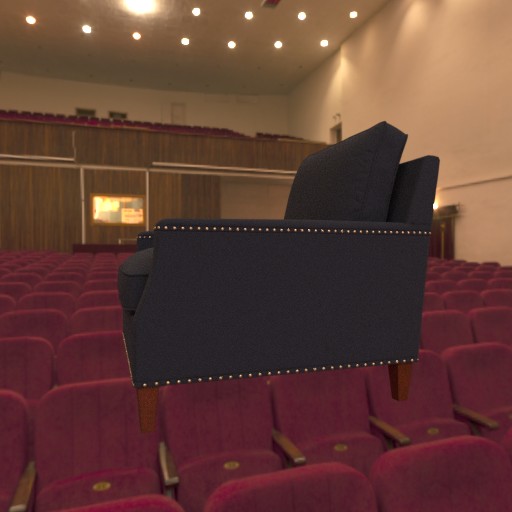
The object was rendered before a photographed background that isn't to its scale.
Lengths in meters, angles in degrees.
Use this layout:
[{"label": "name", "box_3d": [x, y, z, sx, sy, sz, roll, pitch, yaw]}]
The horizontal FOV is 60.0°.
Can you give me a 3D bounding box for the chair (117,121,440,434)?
[{"label": "chair", "box_3d": [0.000, 0.000, 1.704, 1.014, 0.943, 0.853, 0, 0, -19]}]
